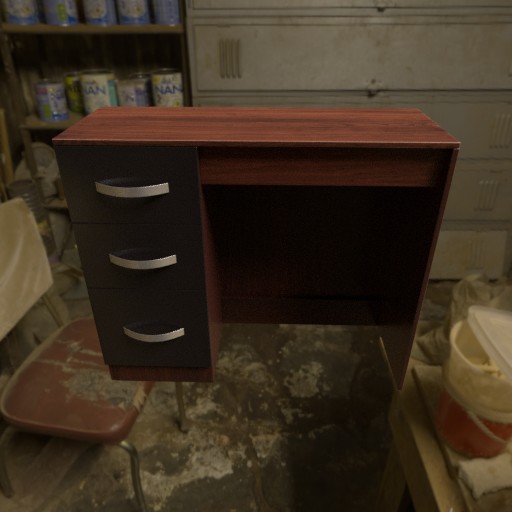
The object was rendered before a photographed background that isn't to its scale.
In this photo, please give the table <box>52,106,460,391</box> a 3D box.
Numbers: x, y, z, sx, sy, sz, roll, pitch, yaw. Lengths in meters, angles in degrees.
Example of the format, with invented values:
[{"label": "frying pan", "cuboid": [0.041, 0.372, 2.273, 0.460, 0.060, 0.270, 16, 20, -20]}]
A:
[{"label": "table", "cuboid": [0.000, 0.000, 1.340, 0.930, 0.790, 0.380, 1, 31, 1]}]
